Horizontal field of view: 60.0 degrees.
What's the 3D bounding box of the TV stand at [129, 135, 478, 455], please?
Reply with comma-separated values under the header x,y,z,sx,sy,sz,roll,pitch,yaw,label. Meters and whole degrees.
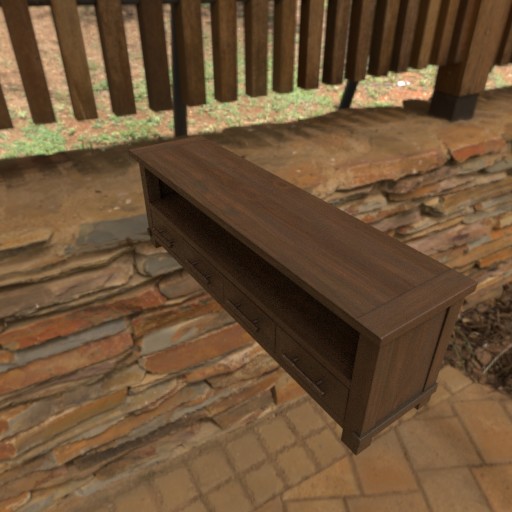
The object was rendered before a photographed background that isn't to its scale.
x,y,z,sx,sy,sz,roll,pitch,yaw,label
0.000,0.000,2.139,0.471,0.615,1.866,-21,38,-29,TV stand
